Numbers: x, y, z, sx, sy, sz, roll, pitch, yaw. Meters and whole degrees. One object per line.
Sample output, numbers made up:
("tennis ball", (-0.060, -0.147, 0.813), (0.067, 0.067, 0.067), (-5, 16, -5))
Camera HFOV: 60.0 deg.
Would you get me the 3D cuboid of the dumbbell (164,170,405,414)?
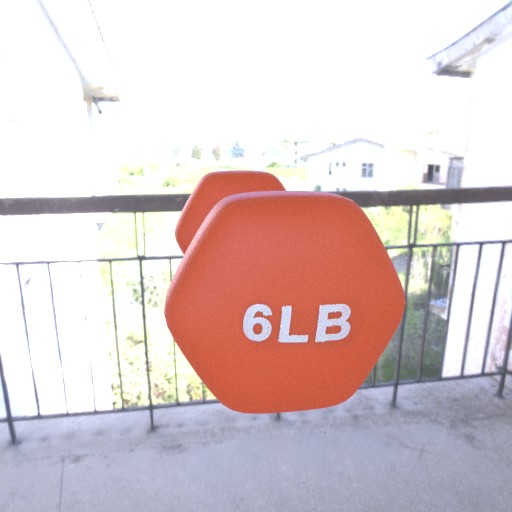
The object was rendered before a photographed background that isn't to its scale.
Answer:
("dumbbell", (0.000, 0.000, 0.205), (0.079, 0.071, 0.162), (-2, 14, -8))
